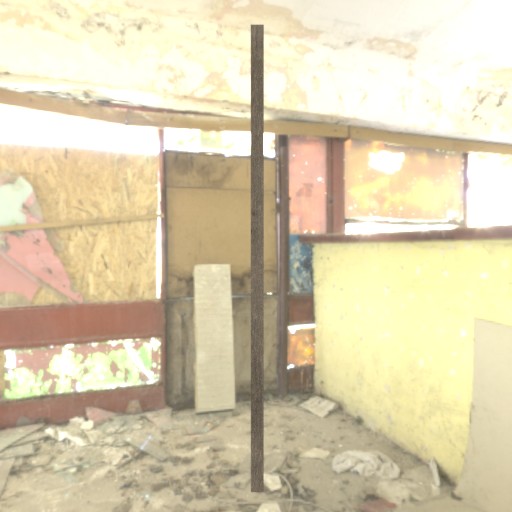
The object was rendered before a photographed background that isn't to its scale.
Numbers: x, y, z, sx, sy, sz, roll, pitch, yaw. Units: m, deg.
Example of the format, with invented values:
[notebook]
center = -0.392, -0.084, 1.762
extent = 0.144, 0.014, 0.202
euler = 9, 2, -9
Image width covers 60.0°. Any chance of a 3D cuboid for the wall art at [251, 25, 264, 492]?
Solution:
[wall art]
center = 0.000, 0.000, 0.661
extent = 0.013, 0.457, 0.457
euler = 0, 1, 0
